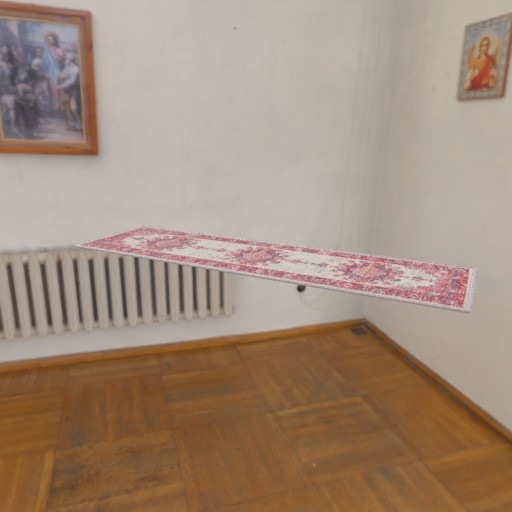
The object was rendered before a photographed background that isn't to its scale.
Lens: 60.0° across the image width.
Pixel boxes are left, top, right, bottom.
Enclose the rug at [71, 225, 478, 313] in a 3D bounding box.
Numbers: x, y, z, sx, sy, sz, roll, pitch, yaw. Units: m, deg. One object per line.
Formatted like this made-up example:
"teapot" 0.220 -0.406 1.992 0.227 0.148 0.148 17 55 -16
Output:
"rug" 0.000 0.000 2.567 2.294 0.011 0.666 8 18 26
